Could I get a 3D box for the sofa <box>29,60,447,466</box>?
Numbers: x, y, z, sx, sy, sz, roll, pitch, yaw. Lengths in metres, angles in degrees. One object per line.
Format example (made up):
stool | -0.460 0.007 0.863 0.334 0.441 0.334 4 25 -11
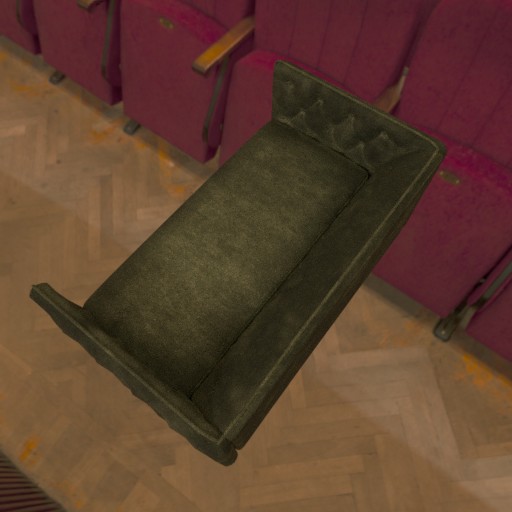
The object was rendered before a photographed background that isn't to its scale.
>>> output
sofa | 0.000 0.000 2.013 0.895 0.768 1.537 35 68 16
